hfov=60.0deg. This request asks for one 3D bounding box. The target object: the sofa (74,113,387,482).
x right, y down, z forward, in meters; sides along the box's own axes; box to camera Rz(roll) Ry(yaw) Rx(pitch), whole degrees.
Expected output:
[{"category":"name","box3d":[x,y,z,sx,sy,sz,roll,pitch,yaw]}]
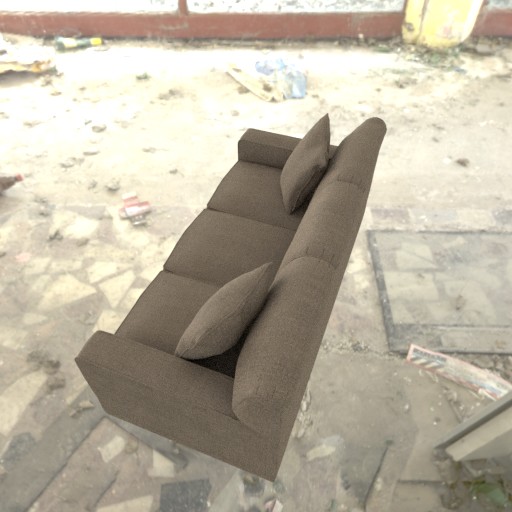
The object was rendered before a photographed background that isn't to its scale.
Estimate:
[{"category":"sofa","box3d":[0.000,0.000,2.545,0.997,0.958,2.024,16,49,14]}]
